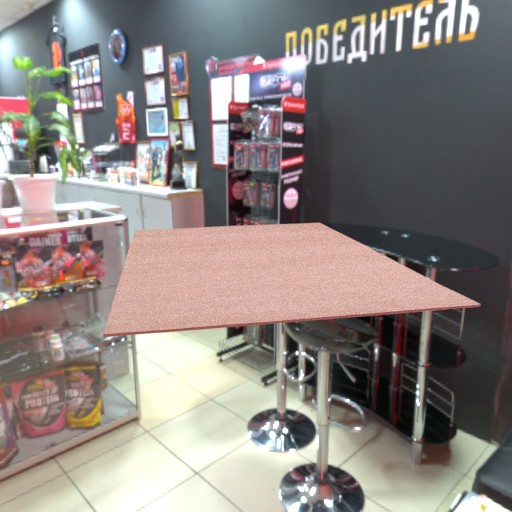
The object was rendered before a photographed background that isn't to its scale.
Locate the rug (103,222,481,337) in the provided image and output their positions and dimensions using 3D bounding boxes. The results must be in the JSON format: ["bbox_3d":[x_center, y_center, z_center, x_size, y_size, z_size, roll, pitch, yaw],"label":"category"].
[{"bbox_3d":[0.000,0.000,4.248,2.434,0.045,3.202,-3,15,-11],"label":"rug"}]
